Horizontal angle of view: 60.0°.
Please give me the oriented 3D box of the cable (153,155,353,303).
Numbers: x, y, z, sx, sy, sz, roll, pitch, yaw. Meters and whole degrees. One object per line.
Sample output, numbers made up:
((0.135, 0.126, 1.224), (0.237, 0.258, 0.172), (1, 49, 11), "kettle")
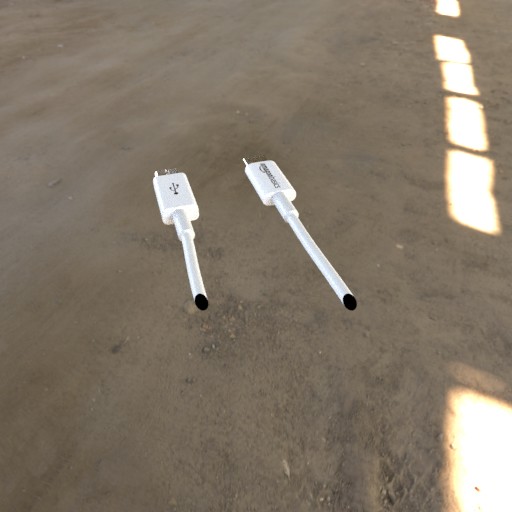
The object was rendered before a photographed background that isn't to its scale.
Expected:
((0.000, 0.000, 0.112), (0.040, 0.006, 0.098), (-11, 42, -13), "cable")
